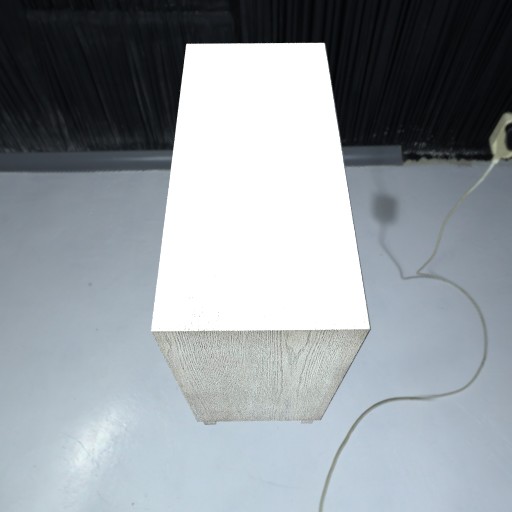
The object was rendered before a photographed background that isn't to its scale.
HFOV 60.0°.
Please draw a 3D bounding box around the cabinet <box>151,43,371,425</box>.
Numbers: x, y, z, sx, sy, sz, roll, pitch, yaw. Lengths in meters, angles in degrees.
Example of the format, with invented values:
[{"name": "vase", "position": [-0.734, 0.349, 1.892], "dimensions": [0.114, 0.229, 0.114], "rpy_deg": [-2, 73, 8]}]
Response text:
[{"name": "cabinet", "position": [0.000, 0.000, 1.252], "dimensions": [0.370, 0.787, 0.781], "rpy_deg": [-1, 58, 0]}]
